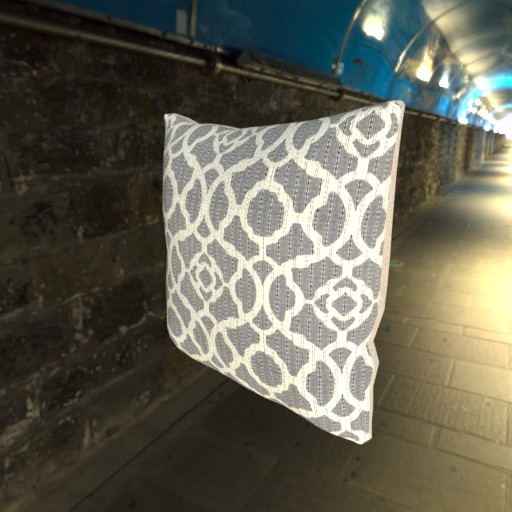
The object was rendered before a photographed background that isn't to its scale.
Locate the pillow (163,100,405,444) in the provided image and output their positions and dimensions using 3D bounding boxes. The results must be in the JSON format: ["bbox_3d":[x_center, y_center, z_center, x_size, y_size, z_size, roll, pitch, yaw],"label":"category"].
[{"bbox_3d":[0.000,0.000,0.784,0.508,0.498,0.215,15,21,43],"label":"pillow"}]
